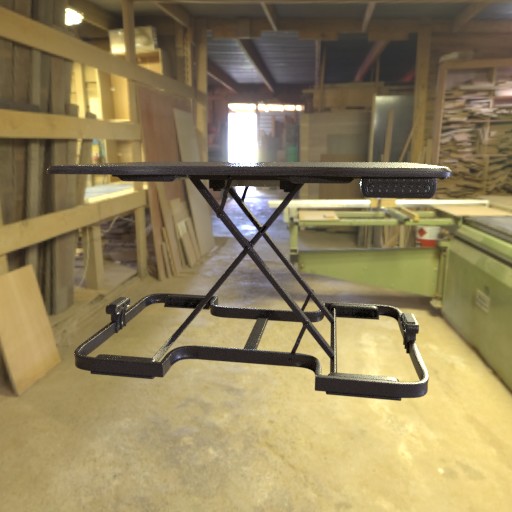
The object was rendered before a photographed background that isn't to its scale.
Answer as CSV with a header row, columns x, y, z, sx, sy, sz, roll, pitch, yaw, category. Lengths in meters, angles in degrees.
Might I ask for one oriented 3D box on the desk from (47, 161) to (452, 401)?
x,y,z,sx,sy,sz,roll,pitch,yaw,category
0.000,0.000,1.152,0.820,0.470,0.546,2,13,9,desk
